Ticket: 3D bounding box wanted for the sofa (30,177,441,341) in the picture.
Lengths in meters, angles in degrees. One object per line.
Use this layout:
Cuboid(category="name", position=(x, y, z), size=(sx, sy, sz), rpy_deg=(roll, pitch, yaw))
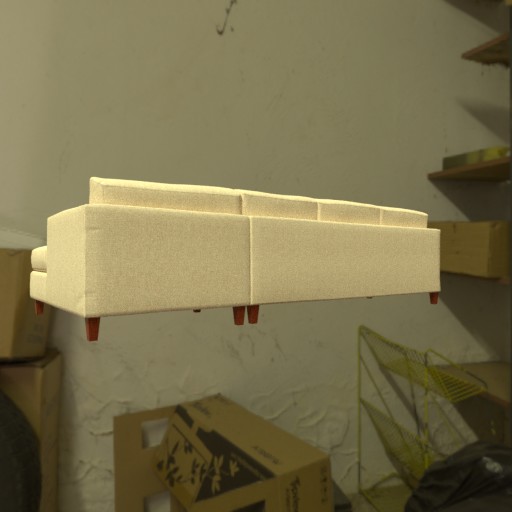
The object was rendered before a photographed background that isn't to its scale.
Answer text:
Cuboid(category="sofa", position=(0.000, 0.000, 4.025), size=(3.471, 0.954, 1.603), rpy_deg=(0, 0, -36))
